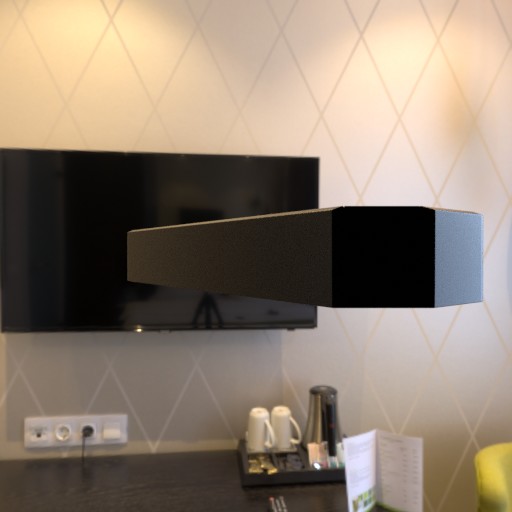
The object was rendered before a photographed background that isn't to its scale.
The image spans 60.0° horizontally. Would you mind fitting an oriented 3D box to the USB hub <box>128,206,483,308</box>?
[{"bbox_3d":[0.000,0.000,0.160,0.044,0.023,0.145,0,0,-37],"label":"USB hub"}]
